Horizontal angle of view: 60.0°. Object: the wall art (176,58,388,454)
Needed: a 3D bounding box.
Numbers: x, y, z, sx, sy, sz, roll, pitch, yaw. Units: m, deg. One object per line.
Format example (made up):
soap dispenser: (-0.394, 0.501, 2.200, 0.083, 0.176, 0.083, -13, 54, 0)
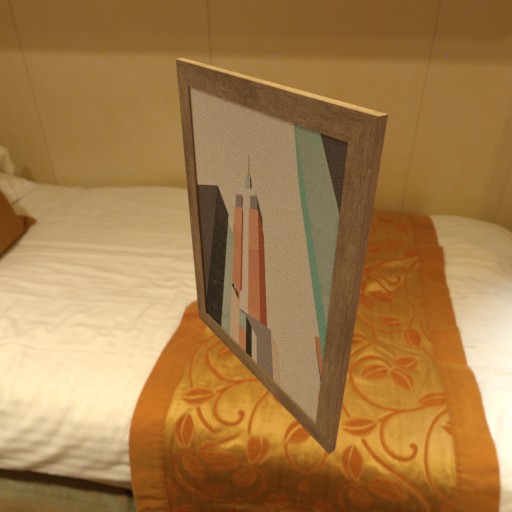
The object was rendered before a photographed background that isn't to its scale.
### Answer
wall art: (0.000, 0.000, 0.912, 0.018, 0.686, 0.534, -21, 38, -30)
